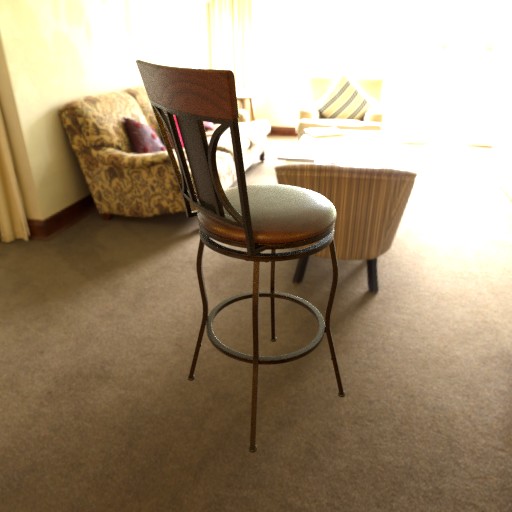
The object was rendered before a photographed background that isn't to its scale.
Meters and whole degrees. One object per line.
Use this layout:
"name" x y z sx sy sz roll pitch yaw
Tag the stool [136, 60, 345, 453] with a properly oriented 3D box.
"stool" 0.000 0.000 1.400 0.513 1.130 0.448 -18 32 -32
